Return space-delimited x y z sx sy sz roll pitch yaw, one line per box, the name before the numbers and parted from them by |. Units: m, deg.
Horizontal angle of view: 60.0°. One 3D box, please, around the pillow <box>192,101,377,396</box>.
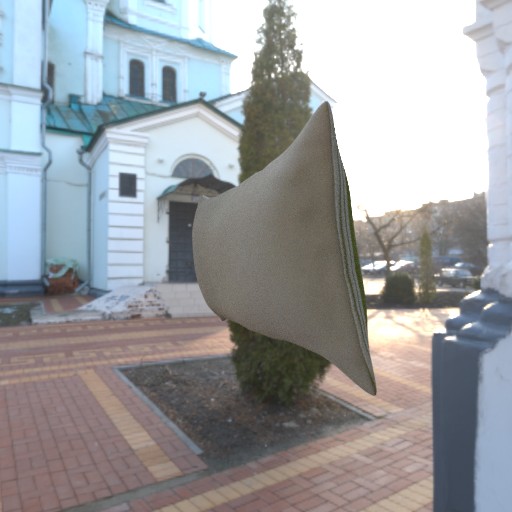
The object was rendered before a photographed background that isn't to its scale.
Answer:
pillow | 0.000 0.000 0.726 0.156 0.292 0.608 0 -1 -19
